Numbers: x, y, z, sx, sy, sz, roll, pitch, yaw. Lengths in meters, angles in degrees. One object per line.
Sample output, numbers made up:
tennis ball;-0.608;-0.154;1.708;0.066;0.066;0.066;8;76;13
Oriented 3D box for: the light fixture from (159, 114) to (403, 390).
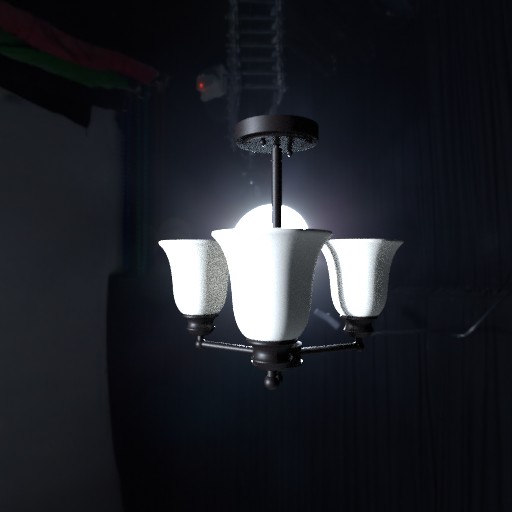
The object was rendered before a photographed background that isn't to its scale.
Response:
light fixture;0.000;0.000;0.661;0.354;0.370;0.388;-1;-1;35
